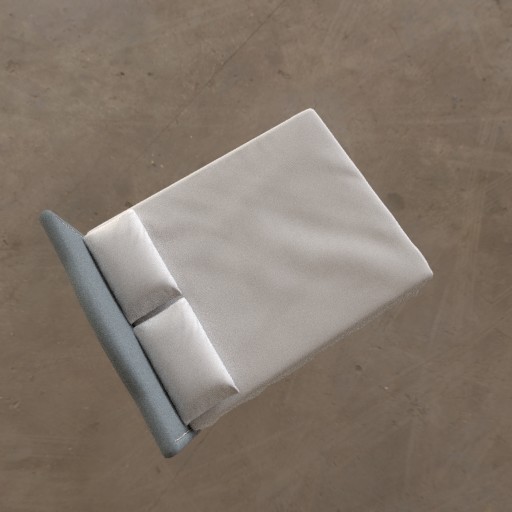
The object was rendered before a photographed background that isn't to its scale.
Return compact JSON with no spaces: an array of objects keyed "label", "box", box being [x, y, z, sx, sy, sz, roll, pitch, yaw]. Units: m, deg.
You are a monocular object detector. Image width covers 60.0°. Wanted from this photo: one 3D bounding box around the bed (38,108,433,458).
[{"label":"bed","box":[0.000,0.000,3.957,2.689,1.457,2.161,-31,78,-7]}]
